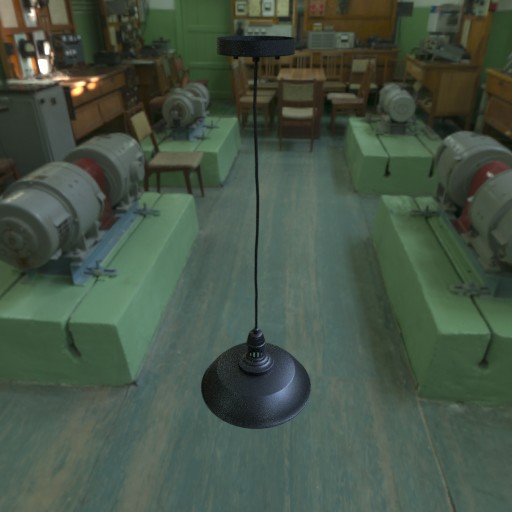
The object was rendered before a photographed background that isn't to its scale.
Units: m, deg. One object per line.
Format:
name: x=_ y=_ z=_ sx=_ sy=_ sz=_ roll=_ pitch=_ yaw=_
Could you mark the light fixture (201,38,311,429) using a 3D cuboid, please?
light fixture: x=0.000 y=0.000 z=1.123 sx=0.331 sy=0.993 sz=0.331 roll=2 pitch=29 yaw=3
